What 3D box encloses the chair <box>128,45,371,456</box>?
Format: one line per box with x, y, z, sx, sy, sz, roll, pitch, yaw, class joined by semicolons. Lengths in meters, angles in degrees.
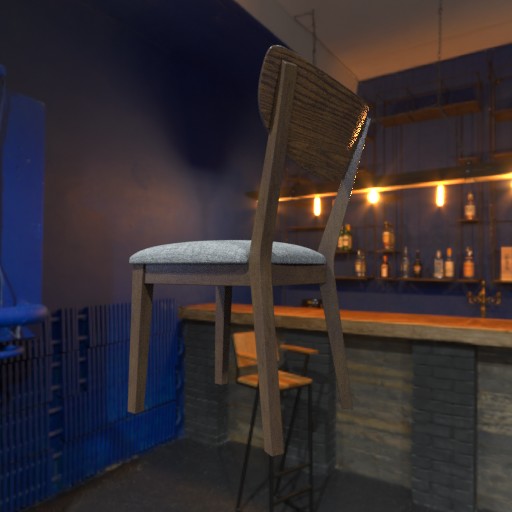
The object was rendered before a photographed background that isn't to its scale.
0.000;0.000;1.209;0.583;0.849;0.491;-1;-2;36;chair
